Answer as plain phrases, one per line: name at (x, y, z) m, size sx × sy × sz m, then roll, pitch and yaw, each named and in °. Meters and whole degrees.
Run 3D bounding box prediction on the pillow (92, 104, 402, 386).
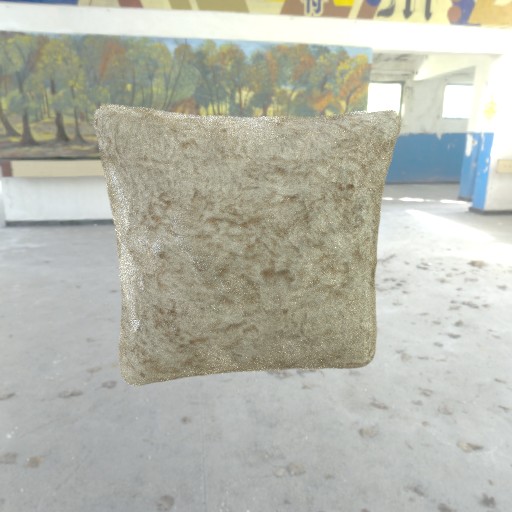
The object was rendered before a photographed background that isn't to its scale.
pillow at (0.000, 0.000, 0.809) m, size 0.538 × 0.525 × 0.216 m, roll -2°, pitch 16°, yaw -7°
